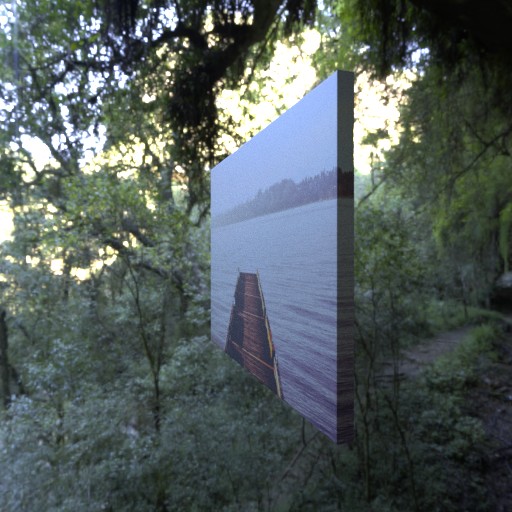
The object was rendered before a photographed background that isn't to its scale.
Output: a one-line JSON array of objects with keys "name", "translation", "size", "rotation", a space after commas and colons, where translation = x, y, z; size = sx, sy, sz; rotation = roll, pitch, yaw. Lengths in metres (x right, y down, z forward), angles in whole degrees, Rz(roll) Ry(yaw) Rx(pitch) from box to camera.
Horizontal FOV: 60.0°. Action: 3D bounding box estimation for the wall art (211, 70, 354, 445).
[{"name": "wall art", "translation": [0.000, 0.000, 1.450], "size": [0.040, 0.765, 1.149], "rotation": [0, 0, -19]}]
